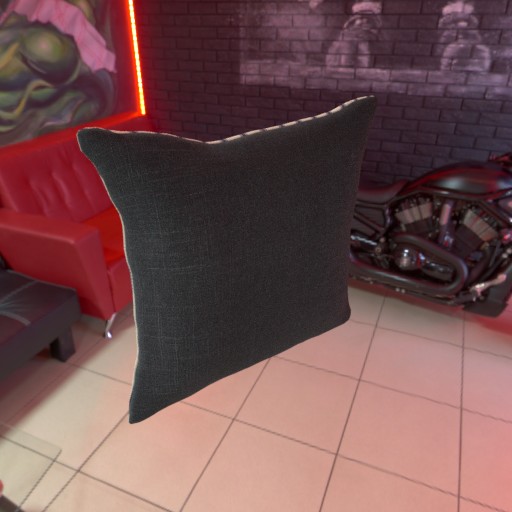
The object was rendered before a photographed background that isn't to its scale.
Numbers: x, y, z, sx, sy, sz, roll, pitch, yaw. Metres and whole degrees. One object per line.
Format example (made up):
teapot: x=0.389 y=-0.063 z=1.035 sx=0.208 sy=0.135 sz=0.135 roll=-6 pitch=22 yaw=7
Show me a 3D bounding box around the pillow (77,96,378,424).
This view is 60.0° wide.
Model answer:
pillow: x=0.000 y=0.000 z=0.688 sx=0.468 sy=0.444 sz=0.138 roll=-18 pitch=33 yaw=-30
